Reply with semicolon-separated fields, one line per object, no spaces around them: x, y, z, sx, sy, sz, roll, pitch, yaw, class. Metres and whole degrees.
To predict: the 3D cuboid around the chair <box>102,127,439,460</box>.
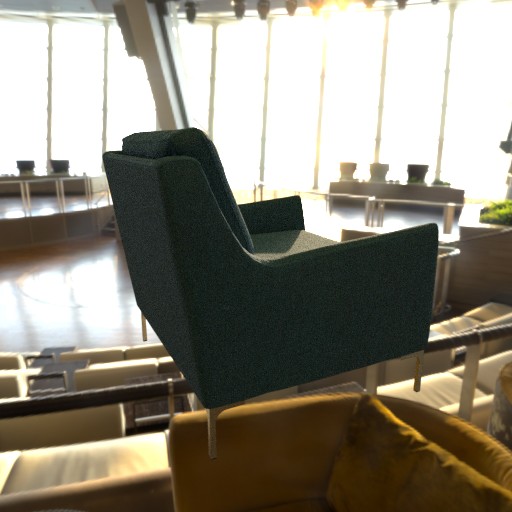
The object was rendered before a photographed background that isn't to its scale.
0.000;0.000;1.520;0.849;0.828;0.847;-7;16;-25;chair
